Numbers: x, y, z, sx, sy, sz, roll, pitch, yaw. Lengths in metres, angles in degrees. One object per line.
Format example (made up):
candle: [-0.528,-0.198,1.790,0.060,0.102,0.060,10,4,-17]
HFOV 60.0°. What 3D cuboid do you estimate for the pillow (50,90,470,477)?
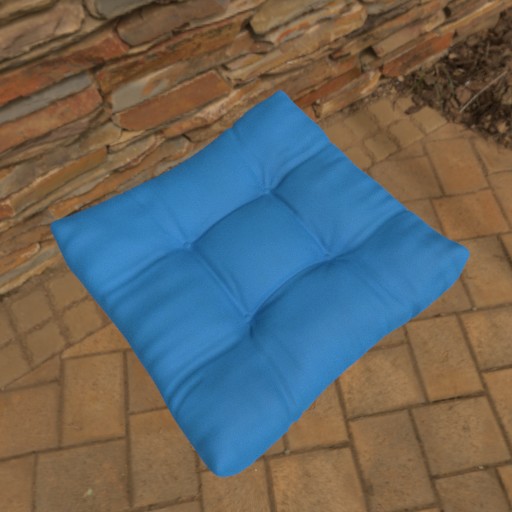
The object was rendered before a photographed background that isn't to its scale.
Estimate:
pillow: [0.000,0.000,0.718,0.490,0.128,0.468,-36,69,-16]
